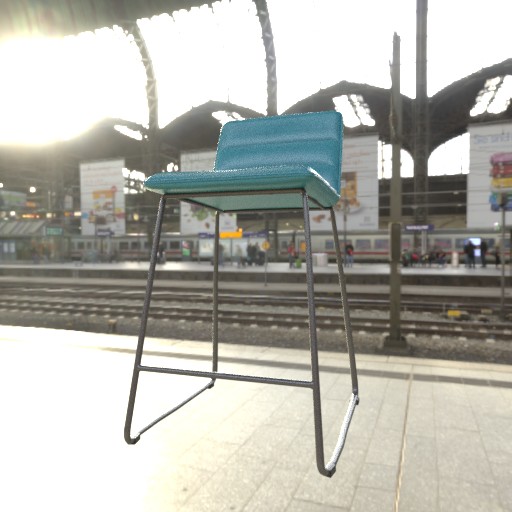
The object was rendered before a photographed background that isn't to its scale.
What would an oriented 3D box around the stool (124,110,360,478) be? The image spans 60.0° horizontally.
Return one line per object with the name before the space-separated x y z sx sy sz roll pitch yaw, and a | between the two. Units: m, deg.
stool | 0.000 0.000 1.160 0.489 0.866 0.524 0 1 19
